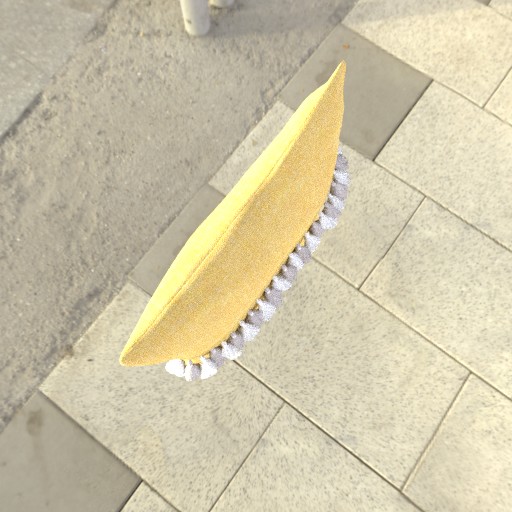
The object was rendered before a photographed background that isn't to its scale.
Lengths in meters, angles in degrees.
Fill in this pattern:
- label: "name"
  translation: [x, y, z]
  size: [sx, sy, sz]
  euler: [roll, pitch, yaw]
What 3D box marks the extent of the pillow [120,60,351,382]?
- label: "pillow"
  translation: [0.000, 0.000, 0.751]
  size: [0.167, 0.481, 0.485]
  euler: [34, 77, 9]
